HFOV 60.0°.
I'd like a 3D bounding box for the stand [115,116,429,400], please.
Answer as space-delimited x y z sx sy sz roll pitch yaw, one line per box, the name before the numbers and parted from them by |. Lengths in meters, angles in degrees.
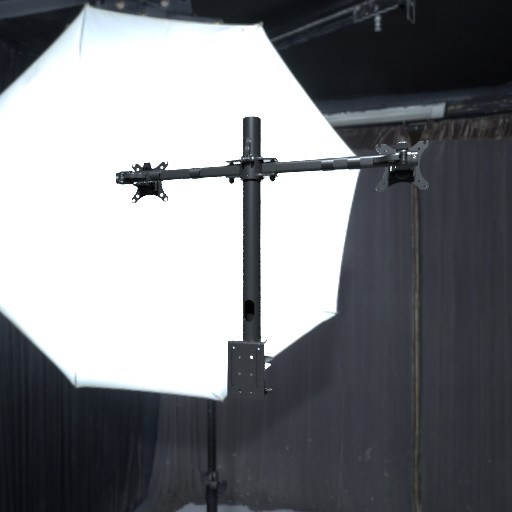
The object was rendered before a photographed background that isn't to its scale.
stand | 0.000 0.000 1.001 0.743 0.603 0.150 0 -1 17
